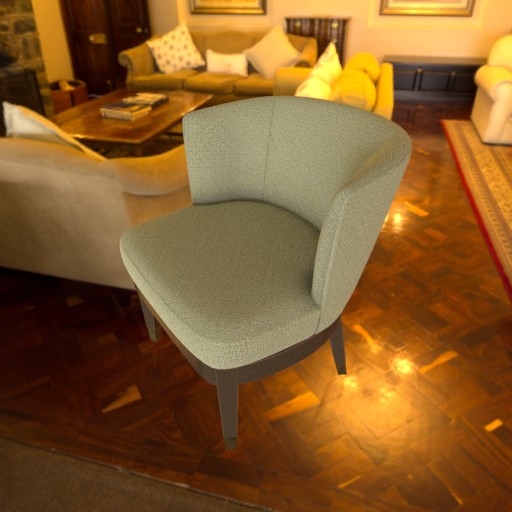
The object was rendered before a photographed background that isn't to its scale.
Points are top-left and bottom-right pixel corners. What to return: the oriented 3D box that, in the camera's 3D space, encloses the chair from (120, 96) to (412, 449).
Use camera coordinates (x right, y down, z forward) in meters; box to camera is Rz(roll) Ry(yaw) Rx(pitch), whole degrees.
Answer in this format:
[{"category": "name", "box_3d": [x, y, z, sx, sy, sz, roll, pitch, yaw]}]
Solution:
[{"category": "chair", "box_3d": [0.000, 0.000, 1.272, 0.660, 0.760, 0.700, -19, 37, -28]}]
